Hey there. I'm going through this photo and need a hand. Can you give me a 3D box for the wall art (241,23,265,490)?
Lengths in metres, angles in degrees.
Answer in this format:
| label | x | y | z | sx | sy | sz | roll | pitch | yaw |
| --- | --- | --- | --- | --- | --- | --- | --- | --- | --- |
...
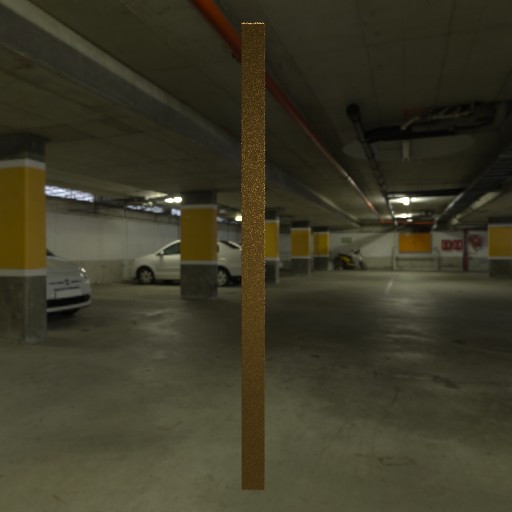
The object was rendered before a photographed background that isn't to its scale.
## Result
| label | x | y | z | sx | sy | sz | roll | pitch | yaw |
| --- | --- | --- | --- | --- | --- | --- | --- | --- | --- |
| wall art | 0.000 | 0.000 | 1.028 | 0.038 | 0.762 | 0.610 | 0 | 1 | 1 |
